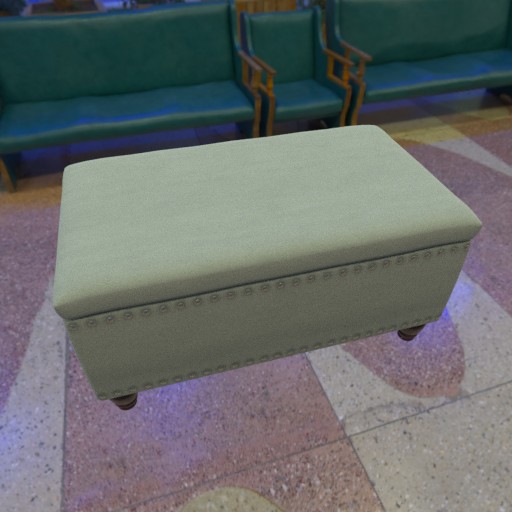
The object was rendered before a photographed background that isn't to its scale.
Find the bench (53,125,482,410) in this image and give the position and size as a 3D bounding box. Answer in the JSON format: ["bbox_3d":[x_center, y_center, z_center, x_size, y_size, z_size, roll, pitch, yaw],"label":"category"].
[{"bbox_3d":[0.000,0.000,1.173,0.887,0.449,0.500,-11,42,-12],"label":"bench"}]
